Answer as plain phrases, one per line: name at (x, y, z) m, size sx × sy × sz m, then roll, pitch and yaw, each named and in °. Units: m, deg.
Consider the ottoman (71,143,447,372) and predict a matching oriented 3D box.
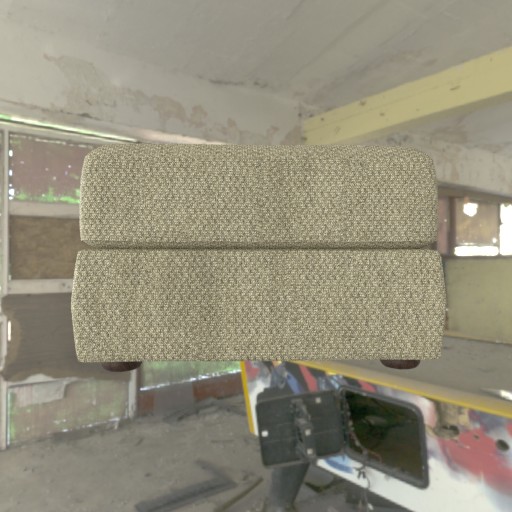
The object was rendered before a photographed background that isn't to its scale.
ottoman at (0.000, 0.000, 1.146) m, size 0.751 × 0.476 × 0.603 m, roll 0°, pitch -1°, yaw -2°
